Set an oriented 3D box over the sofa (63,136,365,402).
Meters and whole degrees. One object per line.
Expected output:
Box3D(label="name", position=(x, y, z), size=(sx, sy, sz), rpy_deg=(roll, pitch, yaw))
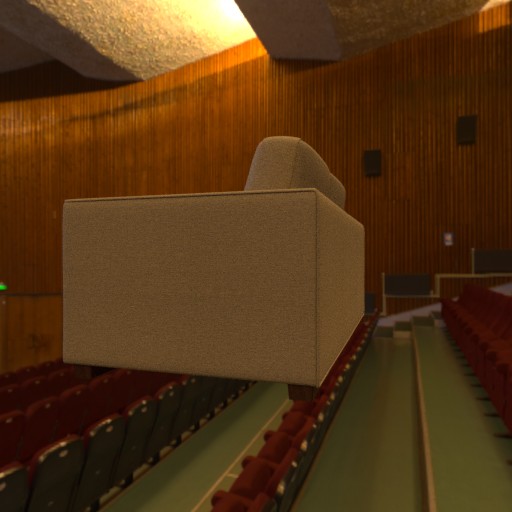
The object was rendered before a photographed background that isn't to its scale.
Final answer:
Box3D(label="sofa", position=(0.000, 0.000, 2.392), size=(1.007, 0.924, 1.812), rpy_deg=(0, 0, 18))
